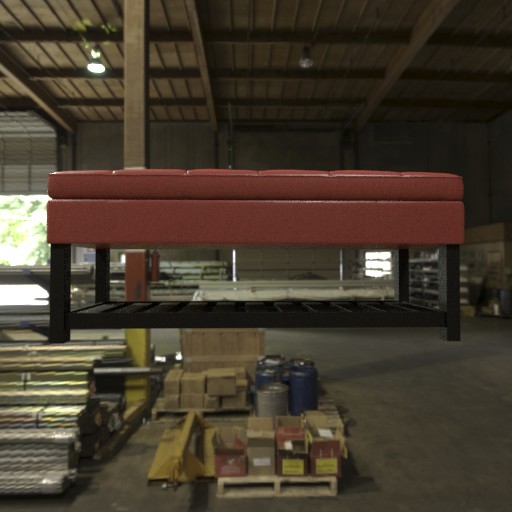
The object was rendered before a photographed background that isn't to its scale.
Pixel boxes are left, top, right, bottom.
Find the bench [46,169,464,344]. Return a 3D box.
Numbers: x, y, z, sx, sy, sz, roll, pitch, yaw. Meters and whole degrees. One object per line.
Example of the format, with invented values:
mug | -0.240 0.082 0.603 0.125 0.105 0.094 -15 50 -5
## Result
bench | 0.000 0.000 1.364 1.105 0.460 0.432 0 -1 -2
